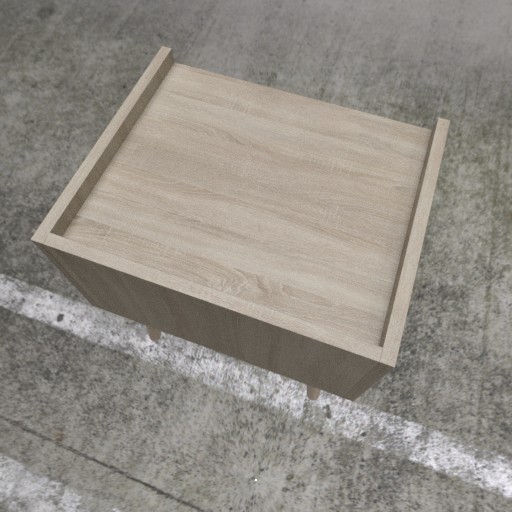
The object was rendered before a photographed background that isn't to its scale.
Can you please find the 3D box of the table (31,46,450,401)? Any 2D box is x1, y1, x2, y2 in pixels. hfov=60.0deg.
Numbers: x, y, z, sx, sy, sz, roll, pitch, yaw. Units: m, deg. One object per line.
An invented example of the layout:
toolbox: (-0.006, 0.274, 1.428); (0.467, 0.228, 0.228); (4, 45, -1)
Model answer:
table: (0.000, 0.000, 0.793); (0.450, 0.470, 0.370); (18, 65, 9)
